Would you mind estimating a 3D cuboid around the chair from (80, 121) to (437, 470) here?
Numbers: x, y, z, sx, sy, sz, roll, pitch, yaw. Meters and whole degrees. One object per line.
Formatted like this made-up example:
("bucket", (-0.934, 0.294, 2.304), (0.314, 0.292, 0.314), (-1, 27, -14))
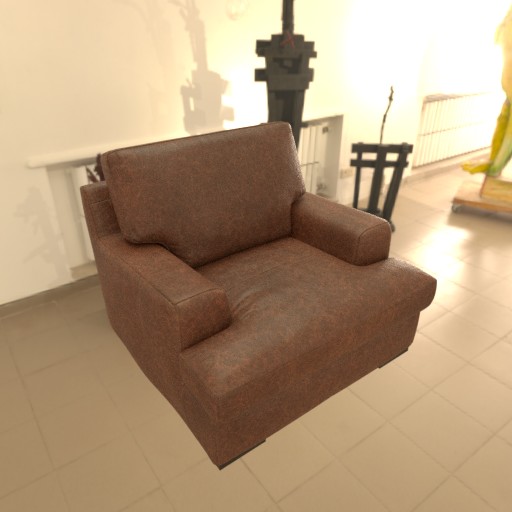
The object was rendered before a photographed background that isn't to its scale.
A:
("chair", (0.000, 0.000, 1.975), (1.168, 0.939, 1.143), (-20, 35, -31))
